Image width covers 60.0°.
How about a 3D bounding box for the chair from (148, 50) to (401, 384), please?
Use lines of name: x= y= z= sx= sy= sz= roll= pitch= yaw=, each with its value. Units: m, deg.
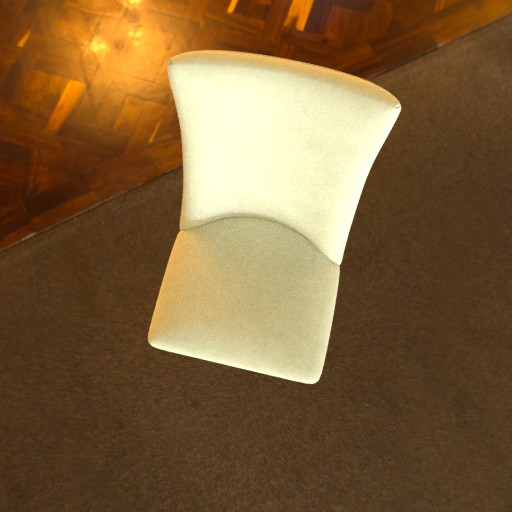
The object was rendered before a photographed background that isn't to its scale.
chair: x=0.000 y=0.000 z=1.239 sx=0.495 sy=0.902 sz=0.610 roll=12 pitch=75 yaw=3
